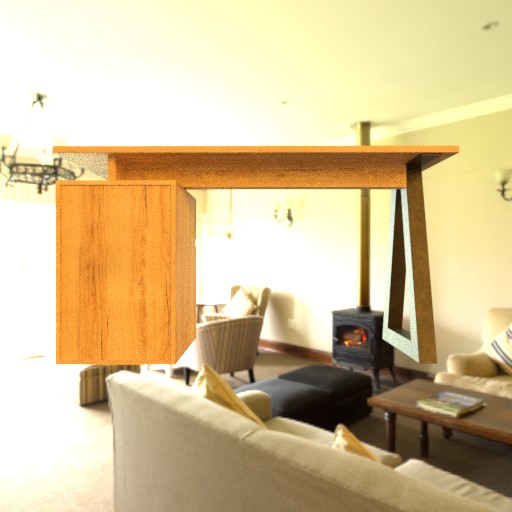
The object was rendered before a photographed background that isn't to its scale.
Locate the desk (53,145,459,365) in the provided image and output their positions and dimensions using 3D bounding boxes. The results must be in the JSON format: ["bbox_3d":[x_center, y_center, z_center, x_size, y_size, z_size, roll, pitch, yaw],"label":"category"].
[{"bbox_3d":[0.000,0.000,1.800,1.400,0.760,0.550,0,0,0],"label":"desk"}]
